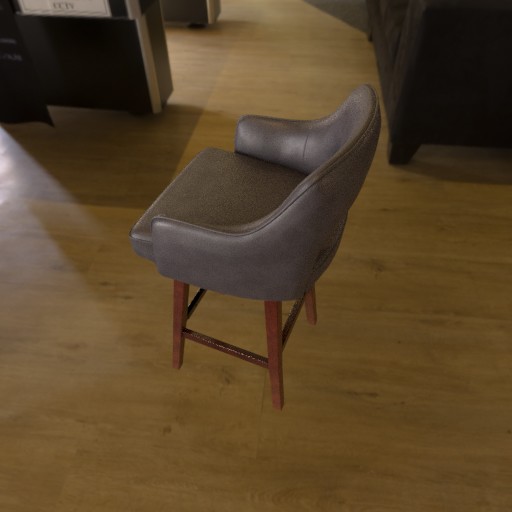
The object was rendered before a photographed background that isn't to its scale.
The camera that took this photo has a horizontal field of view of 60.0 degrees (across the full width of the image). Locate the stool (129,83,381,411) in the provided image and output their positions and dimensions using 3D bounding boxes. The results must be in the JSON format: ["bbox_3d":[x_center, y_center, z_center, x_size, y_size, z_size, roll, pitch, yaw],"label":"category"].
[{"bbox_3d":[0.000,0.000,1.375,0.560,1.041,0.550,17,49,15],"label":"stool"}]
